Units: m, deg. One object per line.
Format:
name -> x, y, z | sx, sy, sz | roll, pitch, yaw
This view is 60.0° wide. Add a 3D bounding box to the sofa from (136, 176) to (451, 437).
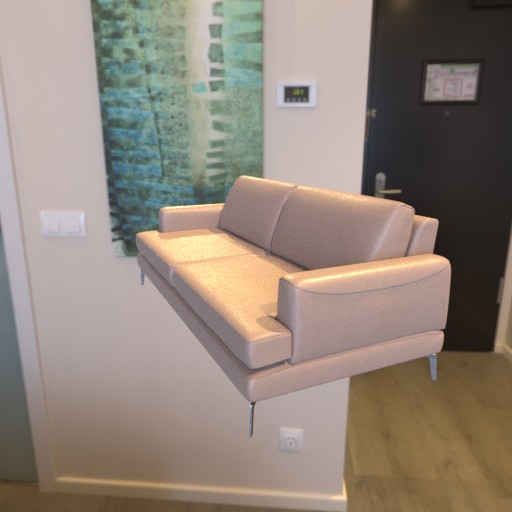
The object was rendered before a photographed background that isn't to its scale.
sofa -> 0.000, 0.000, 2.465 | 0.974, 0.765, 1.940 | -7, 16, -25
